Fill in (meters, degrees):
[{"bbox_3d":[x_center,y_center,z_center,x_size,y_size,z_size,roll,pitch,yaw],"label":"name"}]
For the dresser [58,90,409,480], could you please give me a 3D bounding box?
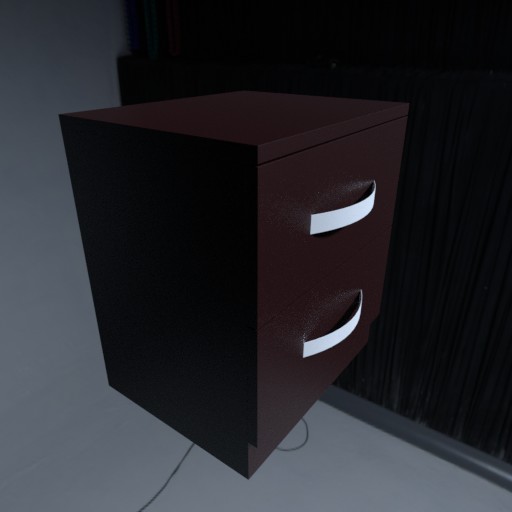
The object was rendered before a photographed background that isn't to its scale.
[{"bbox_3d":[0.000,0.000,0.740,0.360,0.470,0.400,18,31,33],"label":"dresser"}]
